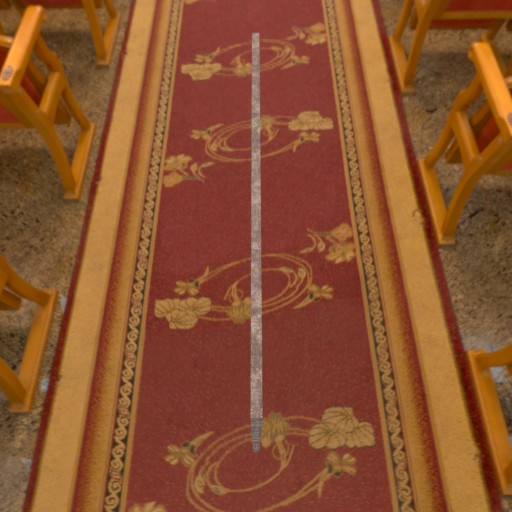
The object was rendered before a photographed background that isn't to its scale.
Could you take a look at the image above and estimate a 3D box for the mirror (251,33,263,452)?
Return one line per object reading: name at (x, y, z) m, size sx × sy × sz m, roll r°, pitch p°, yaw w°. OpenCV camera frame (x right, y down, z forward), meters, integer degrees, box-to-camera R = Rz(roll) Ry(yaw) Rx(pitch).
mirror at (0.000, 0.000, 1.430) m, size 0.022 × 0.795 × 1.101 m, roll 0°, pitch 62°, yaw 0°
